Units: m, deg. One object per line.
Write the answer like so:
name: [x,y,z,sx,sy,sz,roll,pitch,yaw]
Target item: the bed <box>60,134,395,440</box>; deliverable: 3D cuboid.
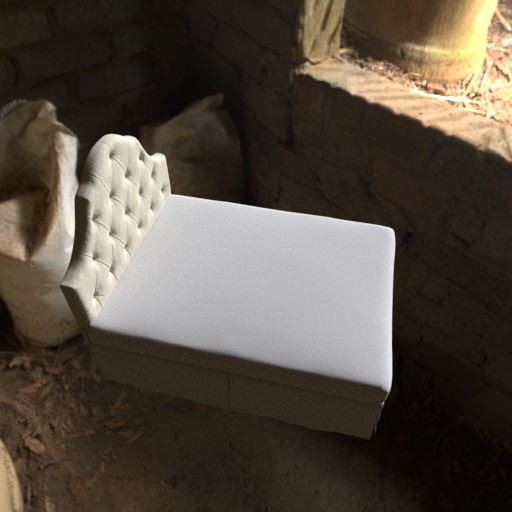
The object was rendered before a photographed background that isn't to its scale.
bed: [0.000,0.000,3.202,2.092,1.575,1.627,10,46,9]
